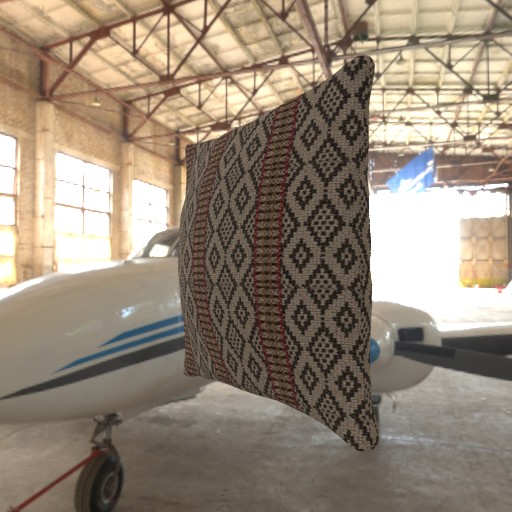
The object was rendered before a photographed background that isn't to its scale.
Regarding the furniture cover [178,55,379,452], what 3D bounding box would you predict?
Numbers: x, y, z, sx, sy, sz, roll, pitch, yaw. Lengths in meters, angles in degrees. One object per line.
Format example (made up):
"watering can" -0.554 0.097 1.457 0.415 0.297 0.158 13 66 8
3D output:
"furniture cover" 0.000 0.000 0.765 0.182 0.506 0.503 1 -2 -36
